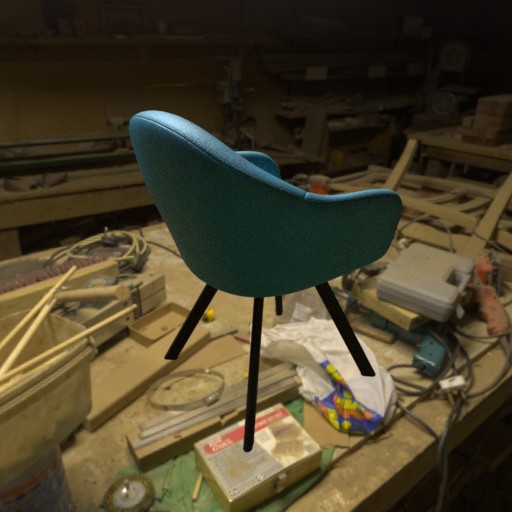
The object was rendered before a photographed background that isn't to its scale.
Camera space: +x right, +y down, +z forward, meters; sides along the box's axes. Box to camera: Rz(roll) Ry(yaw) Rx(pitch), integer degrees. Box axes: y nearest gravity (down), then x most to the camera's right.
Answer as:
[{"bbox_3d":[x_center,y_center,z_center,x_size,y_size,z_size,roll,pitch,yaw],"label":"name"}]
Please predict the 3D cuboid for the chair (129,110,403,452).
[{"bbox_3d":[0.000,0.000,1.188,0.570,0.780,0.540,-18,31,-32],"label":"chair"}]
